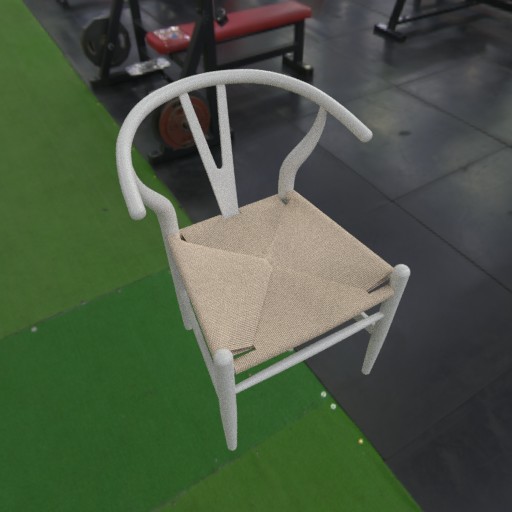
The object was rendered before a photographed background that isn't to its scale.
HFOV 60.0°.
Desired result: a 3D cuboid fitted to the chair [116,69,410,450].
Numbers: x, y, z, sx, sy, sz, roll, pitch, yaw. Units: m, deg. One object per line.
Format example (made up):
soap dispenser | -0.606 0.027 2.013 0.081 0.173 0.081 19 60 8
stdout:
chair | 0.000 0.000 1.141 0.569 0.730 0.579 -22 50 -20
